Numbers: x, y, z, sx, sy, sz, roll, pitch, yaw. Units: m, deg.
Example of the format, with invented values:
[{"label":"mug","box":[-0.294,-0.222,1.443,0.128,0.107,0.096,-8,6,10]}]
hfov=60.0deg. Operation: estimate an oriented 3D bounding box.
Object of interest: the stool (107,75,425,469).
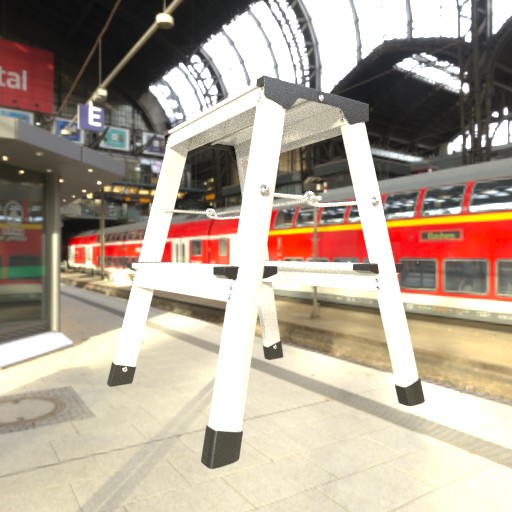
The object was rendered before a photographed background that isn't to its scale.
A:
[{"label":"stool","box":[0.000,0.000,0.778,0.405,0.480,0.404,0,0,-35]}]
